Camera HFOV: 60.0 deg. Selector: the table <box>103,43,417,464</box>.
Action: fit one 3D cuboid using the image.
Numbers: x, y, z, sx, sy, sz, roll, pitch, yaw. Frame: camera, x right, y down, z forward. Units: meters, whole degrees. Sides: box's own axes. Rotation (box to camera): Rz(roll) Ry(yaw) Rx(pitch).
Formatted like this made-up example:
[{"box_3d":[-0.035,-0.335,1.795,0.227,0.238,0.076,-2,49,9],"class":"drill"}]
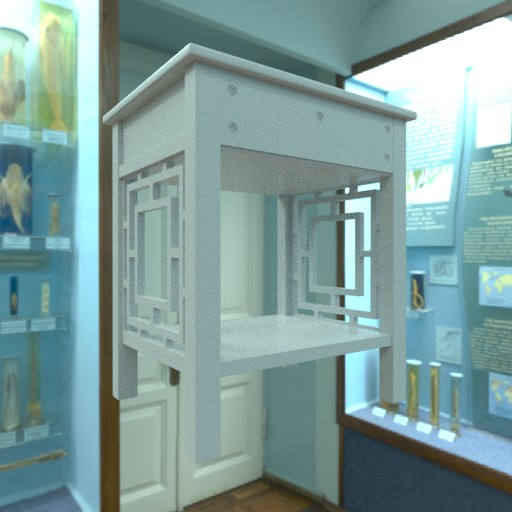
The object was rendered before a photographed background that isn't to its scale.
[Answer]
[{"box_3d":[0.000,0.000,1.013,0.564,0.646,0.451,0,0,-35],"class":"table"}]
